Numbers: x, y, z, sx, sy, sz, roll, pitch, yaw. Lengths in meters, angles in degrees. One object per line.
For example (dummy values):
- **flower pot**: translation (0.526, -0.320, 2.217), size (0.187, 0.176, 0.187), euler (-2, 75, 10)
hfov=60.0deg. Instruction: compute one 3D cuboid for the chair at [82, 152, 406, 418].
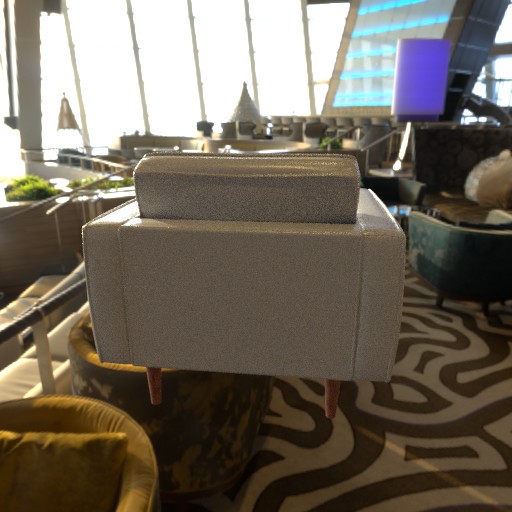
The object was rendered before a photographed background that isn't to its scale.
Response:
- **chair**: translation (0.000, 0.000, 1.627), size (0.928, 0.773, 0.843), euler (2, 18, 7)
